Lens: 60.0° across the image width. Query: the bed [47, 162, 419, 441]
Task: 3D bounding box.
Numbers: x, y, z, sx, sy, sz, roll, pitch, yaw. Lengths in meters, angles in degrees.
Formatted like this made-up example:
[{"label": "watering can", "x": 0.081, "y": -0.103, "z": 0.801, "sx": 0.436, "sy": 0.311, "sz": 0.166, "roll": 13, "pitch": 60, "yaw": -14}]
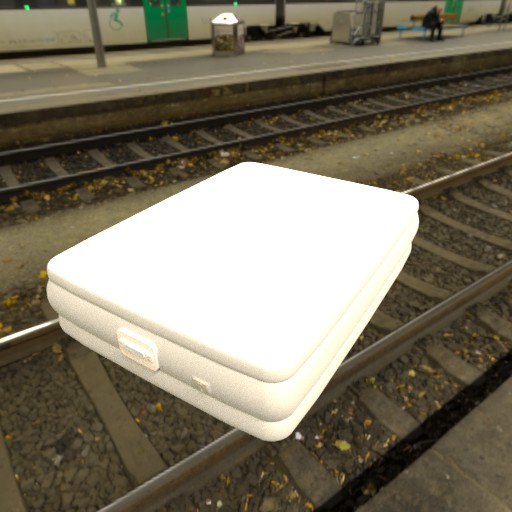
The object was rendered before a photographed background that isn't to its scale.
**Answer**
[{"label": "bed", "x": 0.000, "y": 0.000, "z": 2.724, "sx": 1.520, "sy": 0.460, "sz": 2.036, "roll": 18, "pitch": 35, "yaw": 27}]
